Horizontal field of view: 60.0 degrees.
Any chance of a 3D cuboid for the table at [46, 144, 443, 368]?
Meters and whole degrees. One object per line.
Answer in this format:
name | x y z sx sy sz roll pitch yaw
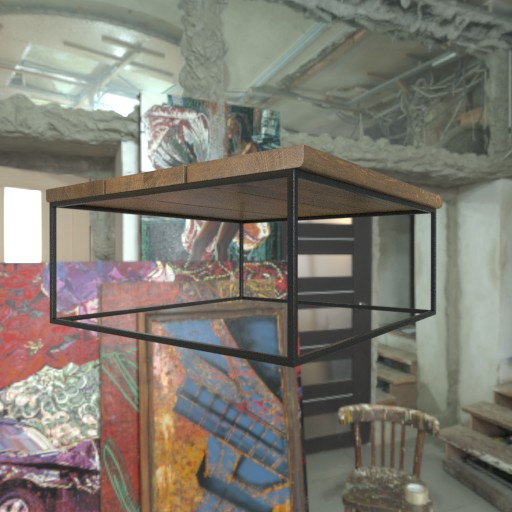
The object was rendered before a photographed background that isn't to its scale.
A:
table | 0.000 0.000 1.415 0.900 0.400 0.900 0 0 37
